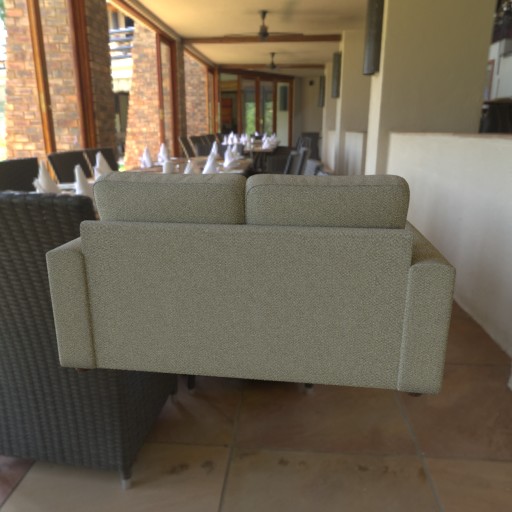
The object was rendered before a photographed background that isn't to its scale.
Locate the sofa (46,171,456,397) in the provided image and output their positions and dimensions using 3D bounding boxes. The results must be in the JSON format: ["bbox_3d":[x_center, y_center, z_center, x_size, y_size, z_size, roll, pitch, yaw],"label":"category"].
[{"bbox_3d":[0.000,0.000,2.222,1.616,0.873,1.016,2,16,7],"label":"sofa"}]
